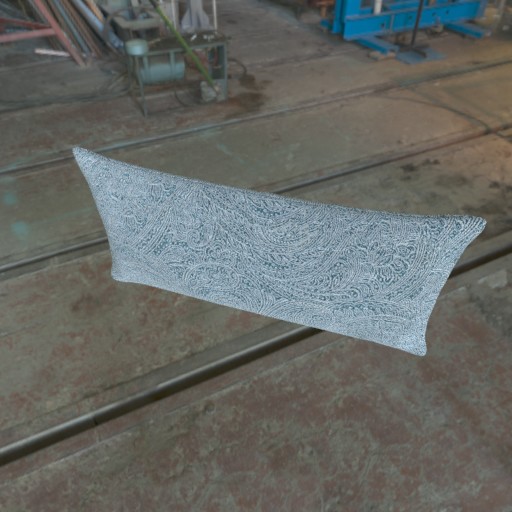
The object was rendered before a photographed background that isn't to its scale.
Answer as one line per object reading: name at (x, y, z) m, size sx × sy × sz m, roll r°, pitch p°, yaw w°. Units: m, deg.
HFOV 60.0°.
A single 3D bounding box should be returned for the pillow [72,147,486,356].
pillow at (0.000, 0.000, 0.729) m, size 0.615 × 0.295 × 0.151 m, roll 12°, pitch 43°, yaw 13°
